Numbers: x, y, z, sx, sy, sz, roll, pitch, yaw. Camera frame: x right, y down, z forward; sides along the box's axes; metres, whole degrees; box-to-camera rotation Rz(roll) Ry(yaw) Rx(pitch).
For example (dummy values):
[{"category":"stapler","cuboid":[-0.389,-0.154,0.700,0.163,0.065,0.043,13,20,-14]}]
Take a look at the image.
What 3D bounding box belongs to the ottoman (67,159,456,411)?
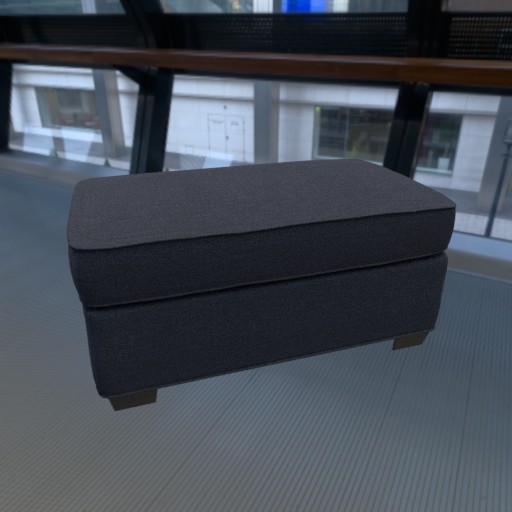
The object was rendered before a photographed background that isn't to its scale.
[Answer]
[{"category":"ottoman","cuboid":[0.000,0.000,1.211,0.895,0.453,0.505,-8,27,-16]}]
